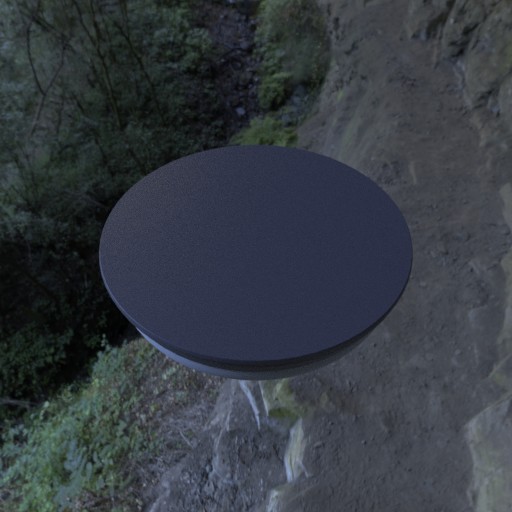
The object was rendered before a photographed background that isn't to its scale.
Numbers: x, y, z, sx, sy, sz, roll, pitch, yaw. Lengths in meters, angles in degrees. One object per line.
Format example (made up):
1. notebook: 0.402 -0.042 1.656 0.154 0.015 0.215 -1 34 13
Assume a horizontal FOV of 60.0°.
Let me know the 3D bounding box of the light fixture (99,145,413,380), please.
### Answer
1. light fixture: 0.000 0.000 0.569 0.368 0.100 0.368 0 46 0
